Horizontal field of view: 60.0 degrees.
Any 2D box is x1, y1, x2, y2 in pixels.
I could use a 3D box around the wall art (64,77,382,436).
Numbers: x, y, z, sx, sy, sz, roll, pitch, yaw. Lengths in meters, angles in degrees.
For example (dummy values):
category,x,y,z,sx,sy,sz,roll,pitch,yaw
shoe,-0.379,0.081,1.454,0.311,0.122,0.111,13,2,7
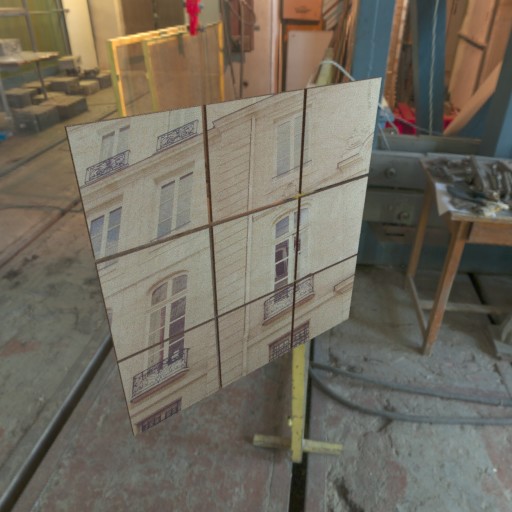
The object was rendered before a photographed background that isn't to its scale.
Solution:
category,x,y,z,sx,sy,sz,roll,pitch,yaw
wall art,0.000,0.000,1.761,1.221,1.218,0.024,-21,37,-31
